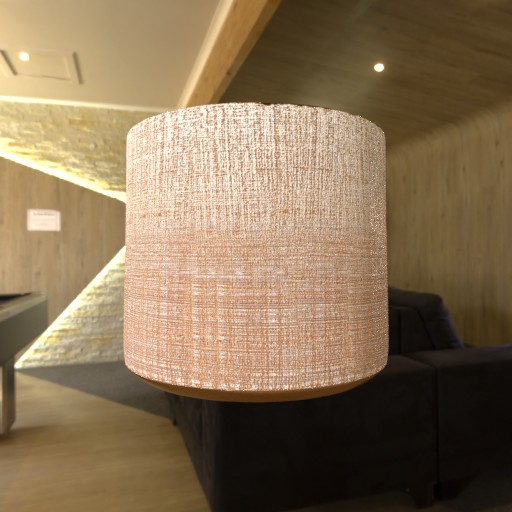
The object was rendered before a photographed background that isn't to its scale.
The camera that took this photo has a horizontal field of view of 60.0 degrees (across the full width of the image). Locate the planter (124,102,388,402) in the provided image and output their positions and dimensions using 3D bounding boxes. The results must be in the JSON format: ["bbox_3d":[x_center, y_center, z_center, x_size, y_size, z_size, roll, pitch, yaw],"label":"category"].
[{"bbox_3d":[0.000,0.000,0.310,0.177,0.157,0.177,0,0,0],"label":"planter"}]
